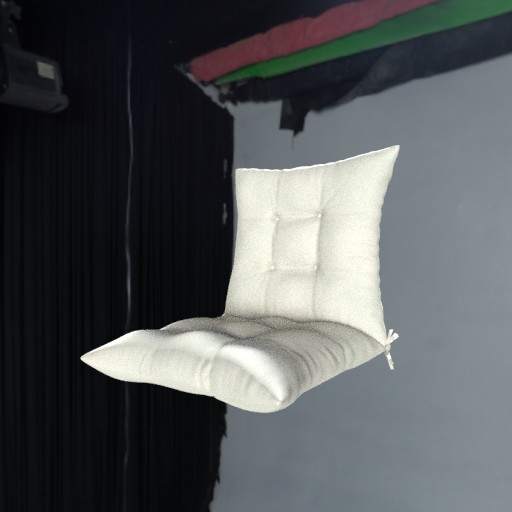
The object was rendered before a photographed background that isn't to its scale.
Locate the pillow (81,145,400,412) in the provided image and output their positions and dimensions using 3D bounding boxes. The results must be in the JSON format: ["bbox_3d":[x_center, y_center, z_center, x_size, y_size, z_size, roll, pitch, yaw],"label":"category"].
[{"bbox_3d":[0.000,0.000,1.022,0.541,0.536,0.585,0,0,36],"label":"pillow"}]
